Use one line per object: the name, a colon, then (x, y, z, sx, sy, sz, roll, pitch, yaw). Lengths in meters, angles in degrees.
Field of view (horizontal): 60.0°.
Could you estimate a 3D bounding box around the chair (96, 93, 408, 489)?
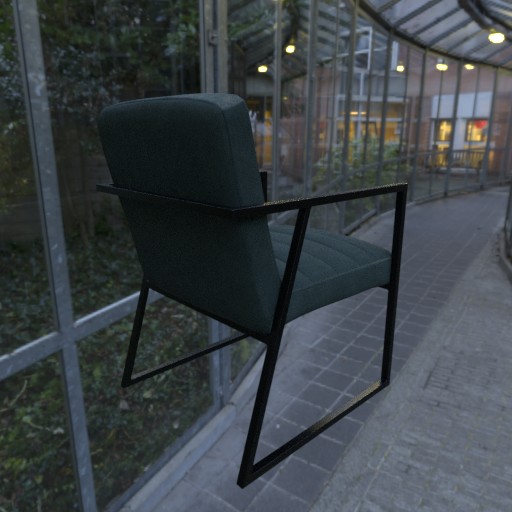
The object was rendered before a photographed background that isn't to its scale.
chair: (0.000, 0.000, 1.267, 0.677, 0.833, 0.571, -14, 21, -41)
